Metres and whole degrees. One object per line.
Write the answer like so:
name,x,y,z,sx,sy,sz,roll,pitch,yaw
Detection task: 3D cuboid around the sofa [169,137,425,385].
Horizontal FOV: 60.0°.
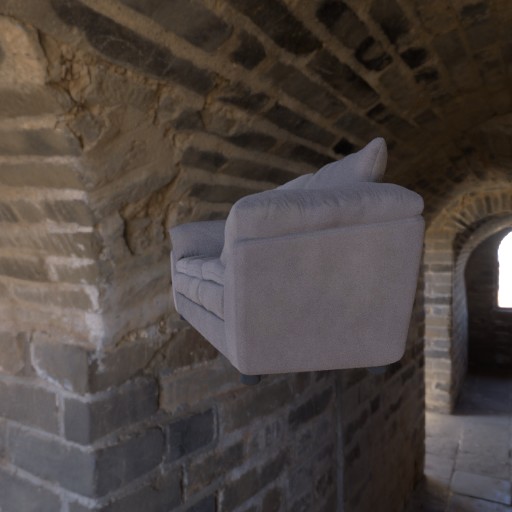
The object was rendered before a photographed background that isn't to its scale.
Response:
sofa,0.000,0.000,2.874,0.878,1.073,2.336,0,0,-17
